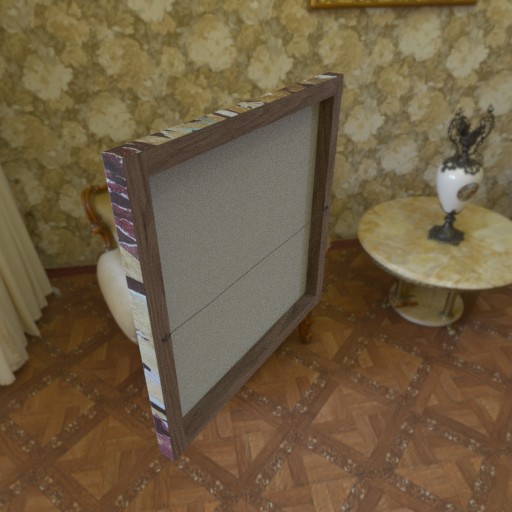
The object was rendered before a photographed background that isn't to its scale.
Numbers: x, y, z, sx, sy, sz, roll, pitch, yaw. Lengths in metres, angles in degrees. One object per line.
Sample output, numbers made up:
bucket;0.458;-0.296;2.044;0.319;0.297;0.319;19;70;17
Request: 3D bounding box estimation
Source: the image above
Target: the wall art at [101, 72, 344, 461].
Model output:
wall art;0.000;0.000;0.910;0.041;0.613;0.609;21;38;28
